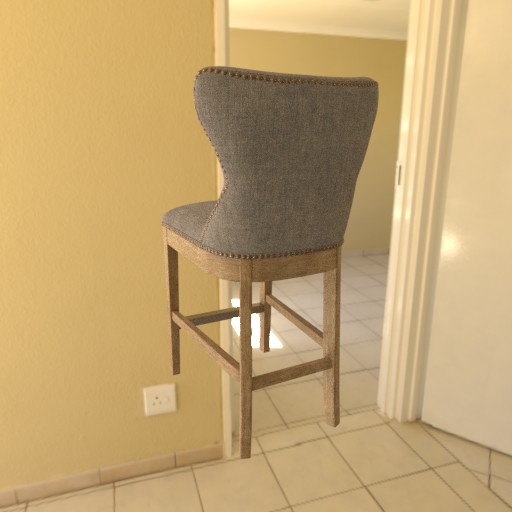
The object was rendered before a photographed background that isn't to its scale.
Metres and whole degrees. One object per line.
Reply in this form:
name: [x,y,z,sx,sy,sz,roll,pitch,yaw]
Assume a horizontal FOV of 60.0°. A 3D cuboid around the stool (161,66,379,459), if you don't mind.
stool: [0.000,0.000,1.331,0.498,0.981,0.608,-8,17,-26]
